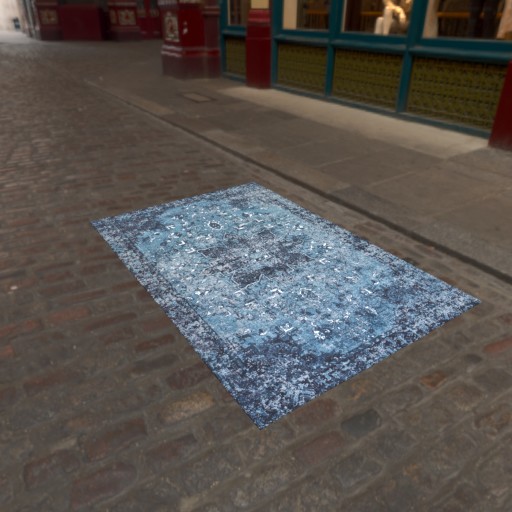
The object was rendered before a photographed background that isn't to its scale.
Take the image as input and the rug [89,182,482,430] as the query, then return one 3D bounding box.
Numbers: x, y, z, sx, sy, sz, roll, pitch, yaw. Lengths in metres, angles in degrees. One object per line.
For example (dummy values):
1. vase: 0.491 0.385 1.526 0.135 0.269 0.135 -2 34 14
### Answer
1. rug: 0.000 0.000 2.349 1.219 0.005 1.828 -19 35 -29
